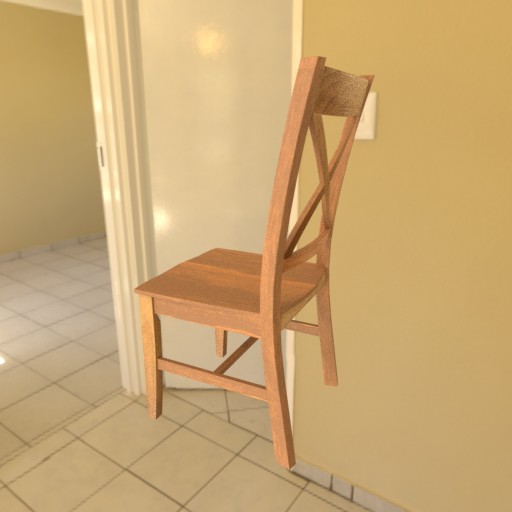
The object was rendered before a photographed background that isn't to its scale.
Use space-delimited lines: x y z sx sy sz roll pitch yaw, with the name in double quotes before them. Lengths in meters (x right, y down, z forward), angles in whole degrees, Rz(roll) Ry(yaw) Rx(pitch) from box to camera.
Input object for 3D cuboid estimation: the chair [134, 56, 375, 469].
"chair" 0.000 0.000 1.278 0.542 0.983 0.485 8 20 25
